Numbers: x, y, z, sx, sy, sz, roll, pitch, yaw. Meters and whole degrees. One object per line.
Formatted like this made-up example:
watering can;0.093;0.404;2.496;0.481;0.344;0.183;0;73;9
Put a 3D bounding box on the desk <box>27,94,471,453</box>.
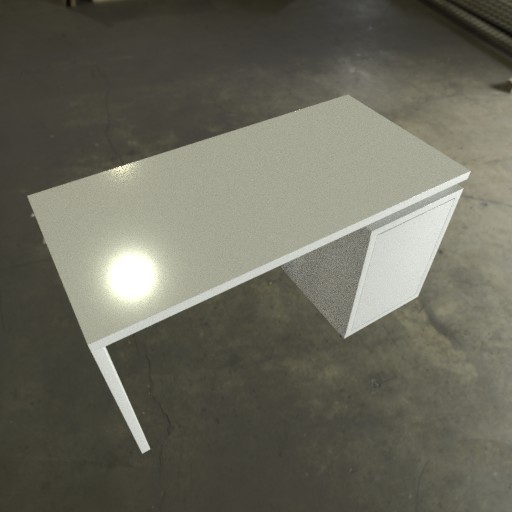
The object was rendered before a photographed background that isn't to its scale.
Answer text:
desk;0.000;0.000;1.820;1.400;0.740;0.690;-24;51;-21
